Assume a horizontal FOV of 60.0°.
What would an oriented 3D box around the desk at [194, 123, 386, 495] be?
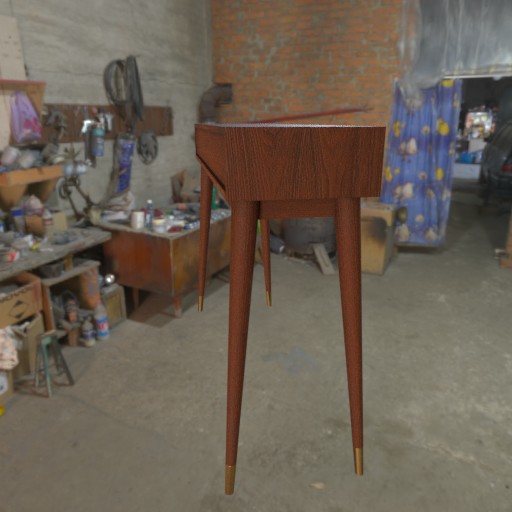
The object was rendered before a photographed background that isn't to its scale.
[{"bbox_3d":[0.000,0.000,1.613,0.384,0.917,1.204,-3,17,-10],"label":"desk"}]
